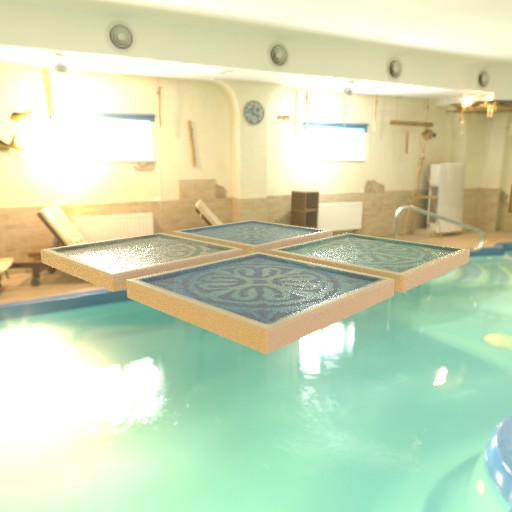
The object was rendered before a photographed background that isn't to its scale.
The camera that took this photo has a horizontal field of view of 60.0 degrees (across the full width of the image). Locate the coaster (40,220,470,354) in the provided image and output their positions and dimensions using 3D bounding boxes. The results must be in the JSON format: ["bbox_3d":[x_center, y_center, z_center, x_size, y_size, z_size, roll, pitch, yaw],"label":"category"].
[{"bbox_3d":[0.000,0.000,0.316,0.219,0.010,0.214,12,17,43],"label":"coaster"}]
